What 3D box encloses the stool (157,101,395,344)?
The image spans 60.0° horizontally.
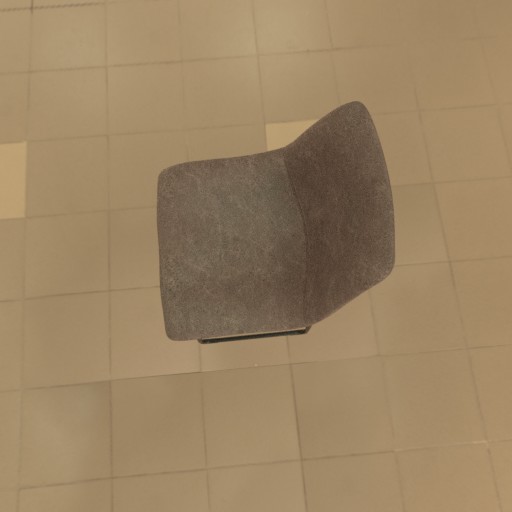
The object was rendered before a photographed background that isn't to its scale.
[{"bbox_3d":[0.000,0.000,1.420,0.561,1.082,0.514,-5,76,-1],"label":"stool"}]
